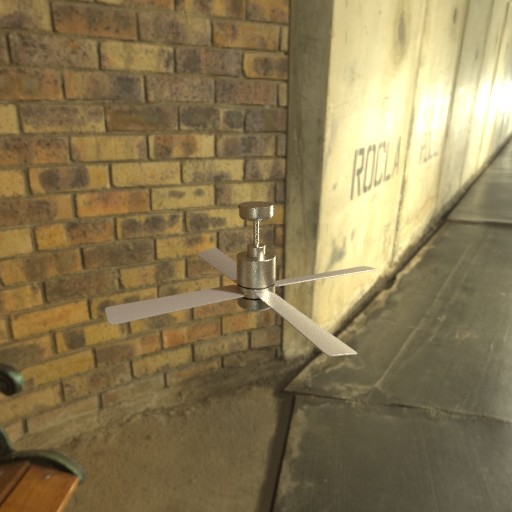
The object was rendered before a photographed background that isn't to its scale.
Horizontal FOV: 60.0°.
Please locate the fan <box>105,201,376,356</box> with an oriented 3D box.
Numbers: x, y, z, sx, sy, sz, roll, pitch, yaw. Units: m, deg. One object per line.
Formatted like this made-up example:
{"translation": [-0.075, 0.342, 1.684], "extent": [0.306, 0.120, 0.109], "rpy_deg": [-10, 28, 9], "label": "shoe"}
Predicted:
{"translation": [0.000, 0.000, 2.292], "extent": [1.525, 0.539, 1.525], "rpy_deg": [-8, 19, -24], "label": "fan"}
